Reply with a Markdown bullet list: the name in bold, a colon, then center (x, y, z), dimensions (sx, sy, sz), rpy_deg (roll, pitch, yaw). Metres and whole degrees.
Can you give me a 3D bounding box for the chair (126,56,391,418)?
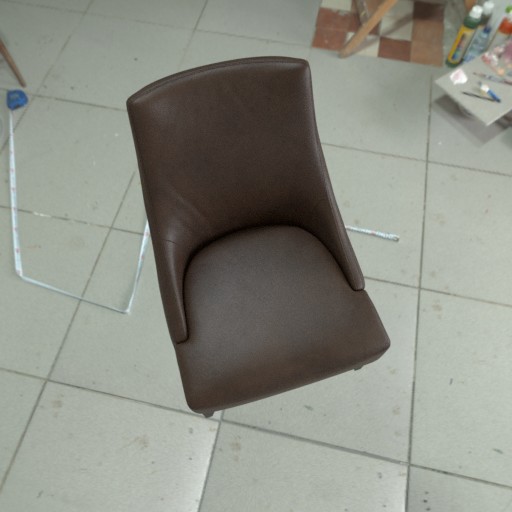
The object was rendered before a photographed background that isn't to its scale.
- **chair**: center (0.000, 0.000, 1.510), dimensions (0.701, 0.909, 0.861), rpy_deg (-15, 64, -8)
